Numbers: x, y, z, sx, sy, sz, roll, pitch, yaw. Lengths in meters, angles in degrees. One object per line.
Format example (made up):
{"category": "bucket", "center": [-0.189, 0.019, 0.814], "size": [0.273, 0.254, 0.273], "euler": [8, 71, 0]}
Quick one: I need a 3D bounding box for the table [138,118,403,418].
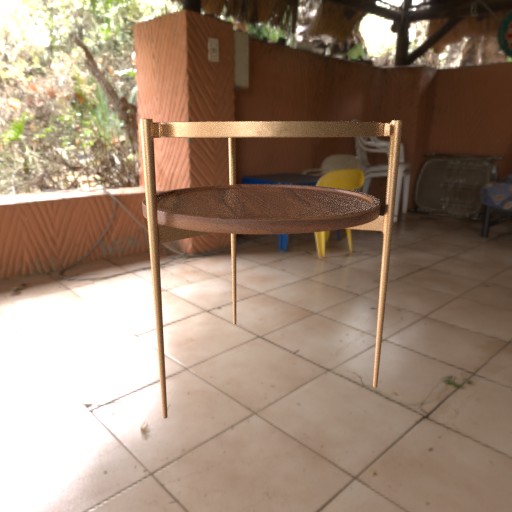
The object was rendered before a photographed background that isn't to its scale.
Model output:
{"category": "table", "center": [0.000, 0.000, 0.846], "size": [0.456, 0.493, 0.430], "euler": [-15, 21, -42]}
